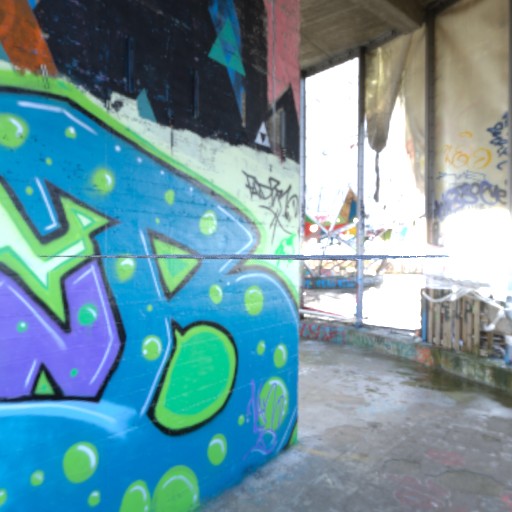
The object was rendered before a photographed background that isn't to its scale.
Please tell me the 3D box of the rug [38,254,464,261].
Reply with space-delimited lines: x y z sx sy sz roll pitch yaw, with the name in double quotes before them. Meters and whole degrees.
"rug" 0.000 0.000 4.019 3.021 0.013 2.432 0 1 36
